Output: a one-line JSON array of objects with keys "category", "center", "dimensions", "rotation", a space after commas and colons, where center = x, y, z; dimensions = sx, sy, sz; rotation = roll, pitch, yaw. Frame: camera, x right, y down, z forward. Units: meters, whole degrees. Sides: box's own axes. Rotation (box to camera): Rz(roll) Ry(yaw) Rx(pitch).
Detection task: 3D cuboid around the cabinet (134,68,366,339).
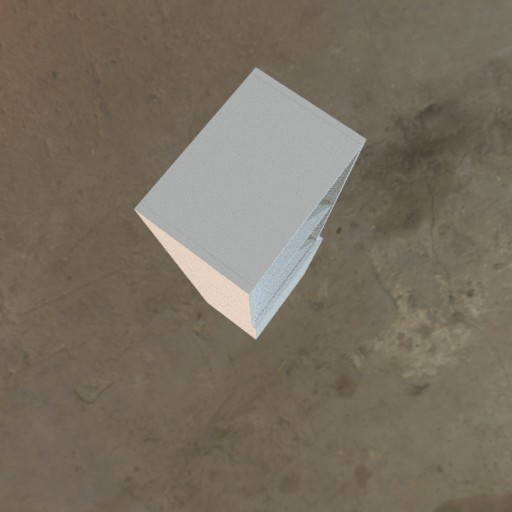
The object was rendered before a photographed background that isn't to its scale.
[{"category": "cabinet", "center": [0.000, 0.000, 1.543], "dimensions": [0.300, 1.350, 0.400], "rotation": [36, 79, 8]}]
